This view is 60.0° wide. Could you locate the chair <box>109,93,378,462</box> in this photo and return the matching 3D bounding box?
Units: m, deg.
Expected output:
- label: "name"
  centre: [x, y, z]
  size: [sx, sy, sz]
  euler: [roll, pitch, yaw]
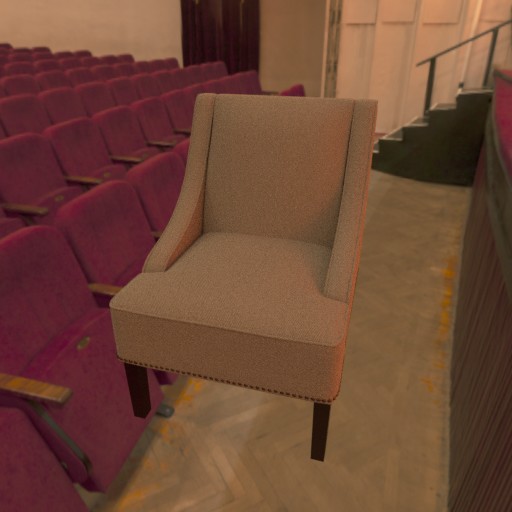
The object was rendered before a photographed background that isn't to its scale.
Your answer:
- label: "chair"
  centre: [0.000, 0.000, 1.392]
  size: [0.628, 0.872, 0.748]
  euler: [7, 28, 14]
